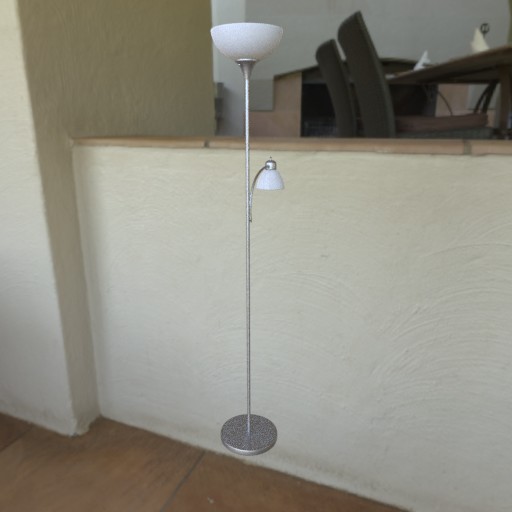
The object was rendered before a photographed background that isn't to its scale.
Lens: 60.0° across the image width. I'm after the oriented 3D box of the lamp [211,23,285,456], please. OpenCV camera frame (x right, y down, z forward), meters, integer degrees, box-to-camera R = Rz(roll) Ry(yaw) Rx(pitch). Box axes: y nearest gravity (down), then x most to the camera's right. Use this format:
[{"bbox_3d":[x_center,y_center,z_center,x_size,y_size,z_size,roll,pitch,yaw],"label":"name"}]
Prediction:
[{"bbox_3d":[0.000,0.000,1.985,0.279,1.804,0.425,8,18,25],"label":"lamp"}]
